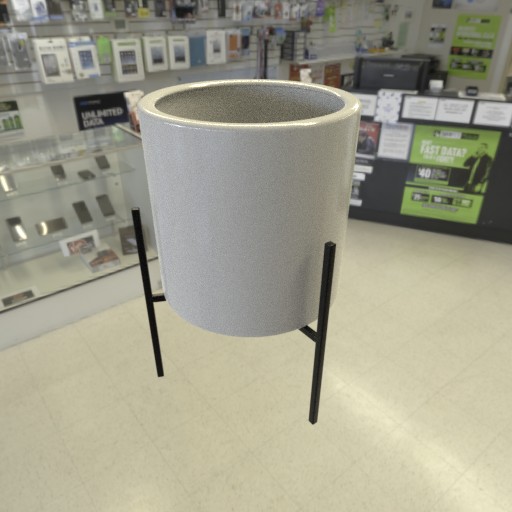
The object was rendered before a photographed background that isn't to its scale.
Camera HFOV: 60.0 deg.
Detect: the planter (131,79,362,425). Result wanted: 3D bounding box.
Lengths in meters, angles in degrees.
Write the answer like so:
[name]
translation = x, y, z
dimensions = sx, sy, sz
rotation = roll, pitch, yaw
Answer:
[planter]
translation = 0.000, 0.000, 0.523
dimensions = 0.239, 0.356, 0.239
rotation = -20, 37, -30
